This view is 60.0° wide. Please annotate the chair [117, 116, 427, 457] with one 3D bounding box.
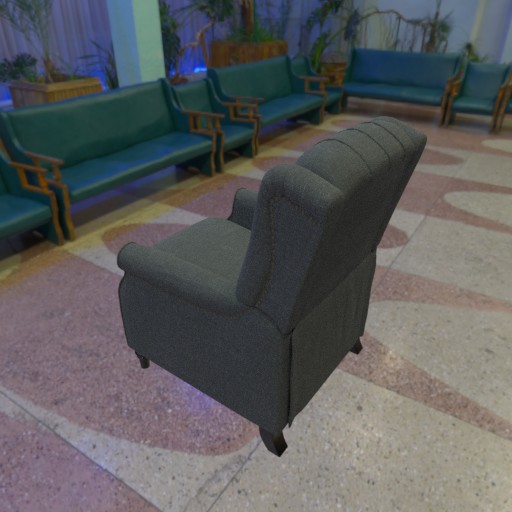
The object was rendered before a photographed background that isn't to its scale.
[{"bbox_3d":[0.000,0.000,1.635,0.898,1.035,0.742,20,36,31],"label":"chair"}]
